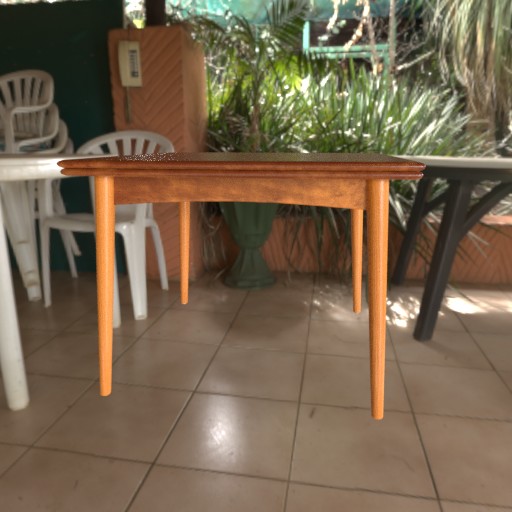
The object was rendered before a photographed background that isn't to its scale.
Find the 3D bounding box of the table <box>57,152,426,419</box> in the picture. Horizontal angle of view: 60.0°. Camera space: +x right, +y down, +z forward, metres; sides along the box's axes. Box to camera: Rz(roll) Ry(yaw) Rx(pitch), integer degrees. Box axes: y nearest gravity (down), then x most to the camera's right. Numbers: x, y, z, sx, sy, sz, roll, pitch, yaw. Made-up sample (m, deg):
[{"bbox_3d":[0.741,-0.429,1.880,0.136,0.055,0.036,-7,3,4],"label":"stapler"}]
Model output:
[{"bbox_3d":[0.000,0.000,1.708,0.991,0.754,0.991,2,15,8],"label":"table"}]
